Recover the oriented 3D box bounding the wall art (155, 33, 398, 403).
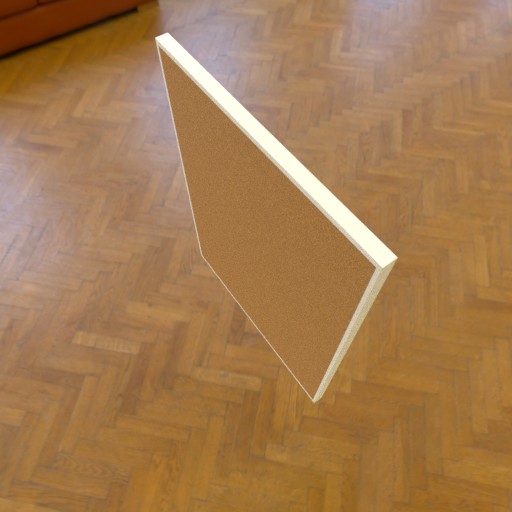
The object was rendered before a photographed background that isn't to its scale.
[{"bbox_3d":[0.000,0.000,1.380,0.039,1.050,0.795,-32,64,-17],"label":"wall art"}]
